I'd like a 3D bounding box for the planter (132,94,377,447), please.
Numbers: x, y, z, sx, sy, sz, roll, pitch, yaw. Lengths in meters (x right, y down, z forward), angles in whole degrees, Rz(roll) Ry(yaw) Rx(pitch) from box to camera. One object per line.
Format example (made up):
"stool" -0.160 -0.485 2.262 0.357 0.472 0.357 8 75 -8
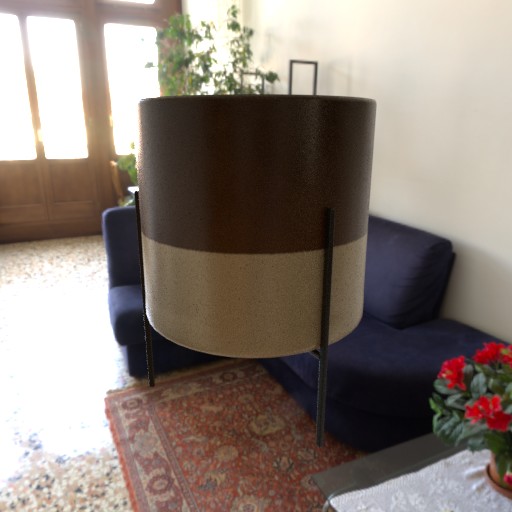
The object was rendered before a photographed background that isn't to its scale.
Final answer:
"planter" 0.000 0.000 0.707 0.345 0.465 0.354 9 19 27
